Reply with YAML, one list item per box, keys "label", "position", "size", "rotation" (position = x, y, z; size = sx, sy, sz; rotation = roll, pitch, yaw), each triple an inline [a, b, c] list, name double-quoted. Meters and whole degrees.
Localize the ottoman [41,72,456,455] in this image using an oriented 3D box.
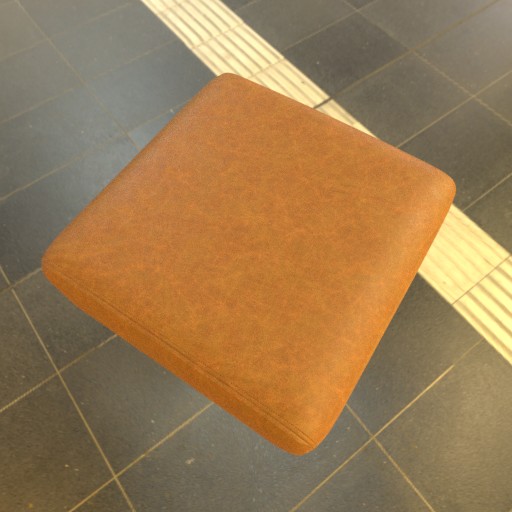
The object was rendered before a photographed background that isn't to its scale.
- label: "ottoman"
  position: [0.000, 0.000, 1.040]
  size: [0.650, 0.399, 0.650]
  rotation: [30, 67, 14]
